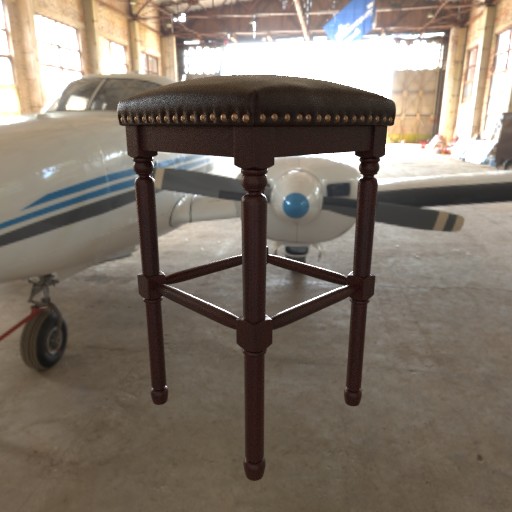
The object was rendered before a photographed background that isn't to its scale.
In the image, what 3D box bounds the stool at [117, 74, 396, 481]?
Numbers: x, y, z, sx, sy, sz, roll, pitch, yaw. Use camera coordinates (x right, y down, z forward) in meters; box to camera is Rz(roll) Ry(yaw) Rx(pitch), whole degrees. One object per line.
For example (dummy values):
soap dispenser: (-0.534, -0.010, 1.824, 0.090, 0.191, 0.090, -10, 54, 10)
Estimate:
stool: (0.000, 0.000, 0.926, 0.382, 0.702, 0.383, -15, 23, -42)
